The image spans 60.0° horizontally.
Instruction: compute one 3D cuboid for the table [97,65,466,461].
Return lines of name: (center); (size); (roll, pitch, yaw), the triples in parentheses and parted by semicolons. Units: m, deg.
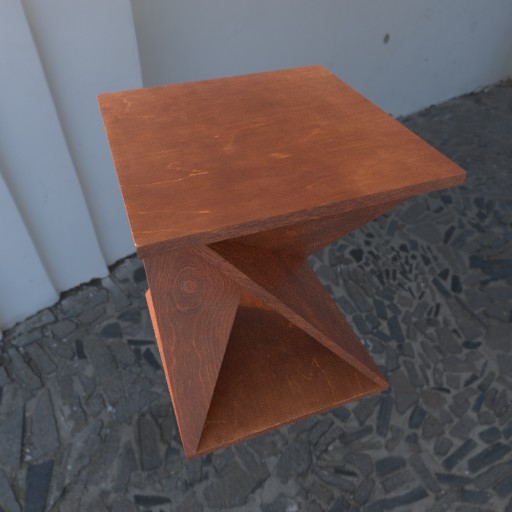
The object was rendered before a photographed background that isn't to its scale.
table: (0.000, 0.000, 0.843); (0.427, 0.520, 0.427); (-14, 44, -15)
